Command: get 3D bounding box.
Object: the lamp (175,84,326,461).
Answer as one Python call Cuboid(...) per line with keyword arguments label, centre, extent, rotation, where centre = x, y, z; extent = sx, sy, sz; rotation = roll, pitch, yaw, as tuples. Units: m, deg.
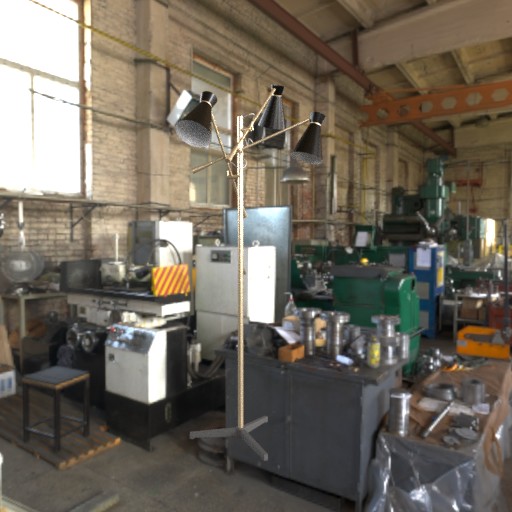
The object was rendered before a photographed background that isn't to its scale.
Cuboid(label="lamp", centre=(0.000, 0.000, 2.136), extent=(0.653, 1.804, 0.750), rotation=(0, 2, 1))
